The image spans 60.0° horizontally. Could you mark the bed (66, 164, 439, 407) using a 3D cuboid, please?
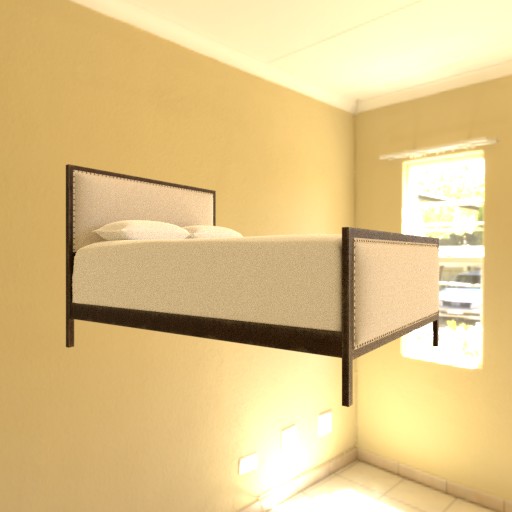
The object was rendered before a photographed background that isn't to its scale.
[{"bbox_3d":[0.000,0.000,3.201,2.221,1.313,1.607,0,0,35],"label":"bed"}]
